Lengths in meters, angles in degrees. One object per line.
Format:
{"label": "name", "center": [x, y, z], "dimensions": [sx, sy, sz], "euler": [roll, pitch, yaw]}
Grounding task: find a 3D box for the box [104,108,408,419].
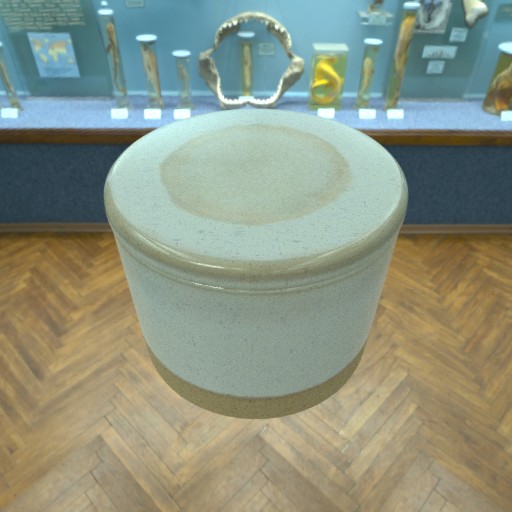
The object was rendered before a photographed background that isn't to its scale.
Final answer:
{"label": "box", "center": [0.000, 0.000, 0.267], "dimensions": [0.154, 0.123, 0.154], "euler": [0, 41, 0]}
